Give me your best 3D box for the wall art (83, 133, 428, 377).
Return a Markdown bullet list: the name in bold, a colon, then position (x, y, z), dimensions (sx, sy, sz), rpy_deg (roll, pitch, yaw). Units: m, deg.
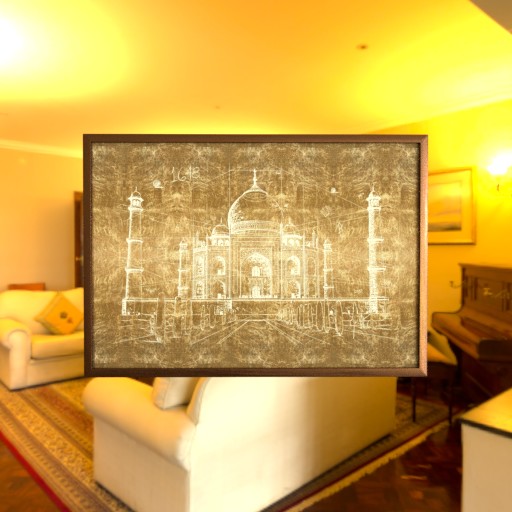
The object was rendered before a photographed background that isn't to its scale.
- **wall art**: position (0.000, 0.000, 0.560), dimensions (0.431, 0.304, 0.012), rpy_deg (0, 1, 0)
